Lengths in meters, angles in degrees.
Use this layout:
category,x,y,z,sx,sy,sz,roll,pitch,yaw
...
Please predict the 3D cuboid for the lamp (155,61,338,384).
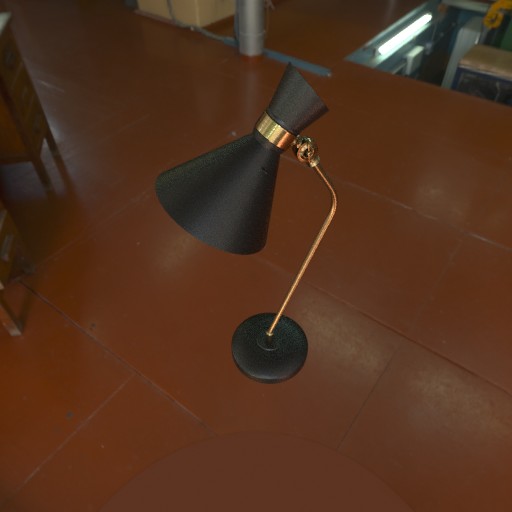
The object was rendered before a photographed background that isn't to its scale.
category,x,y,z,sx,sy,sz,roll,pitch,yaw
lamp,0.000,0.000,0.774,0.292,0.647,0.189,-14,48,-13
